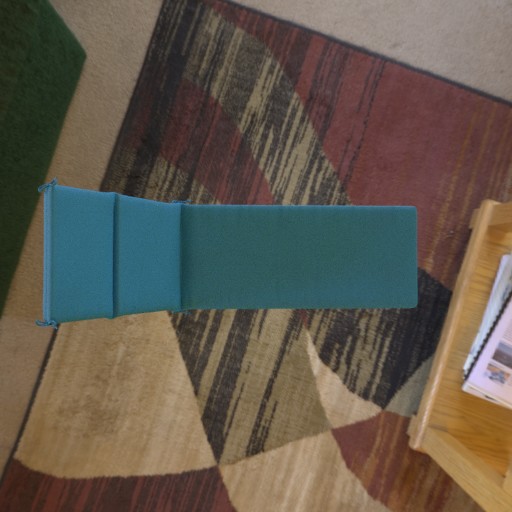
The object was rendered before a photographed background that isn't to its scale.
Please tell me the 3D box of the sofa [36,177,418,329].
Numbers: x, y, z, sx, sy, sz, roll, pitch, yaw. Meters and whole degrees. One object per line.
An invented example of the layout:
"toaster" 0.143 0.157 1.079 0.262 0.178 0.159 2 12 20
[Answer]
"sofa" 0.000 0.000 1.961 1.663 0.622 0.582 0 89 -3
